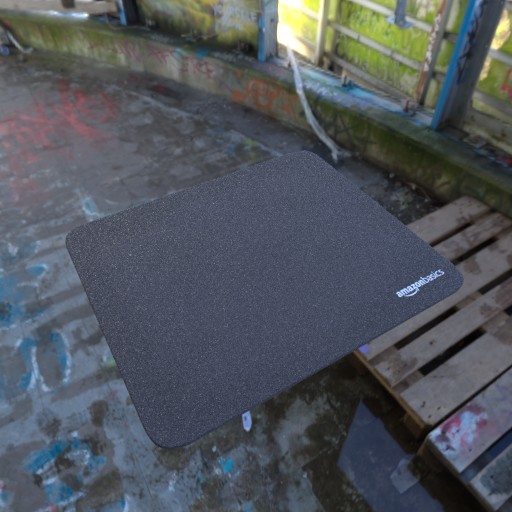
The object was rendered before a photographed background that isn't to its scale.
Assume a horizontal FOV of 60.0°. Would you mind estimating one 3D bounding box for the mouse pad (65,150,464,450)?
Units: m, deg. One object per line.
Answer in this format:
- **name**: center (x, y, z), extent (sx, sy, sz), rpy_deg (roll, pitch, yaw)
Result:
- **mouse pad**: center (0.000, 0.000, 0.345), extent (0.249, 0.002, 0.211), rpy_deg (-23, 50, -21)
